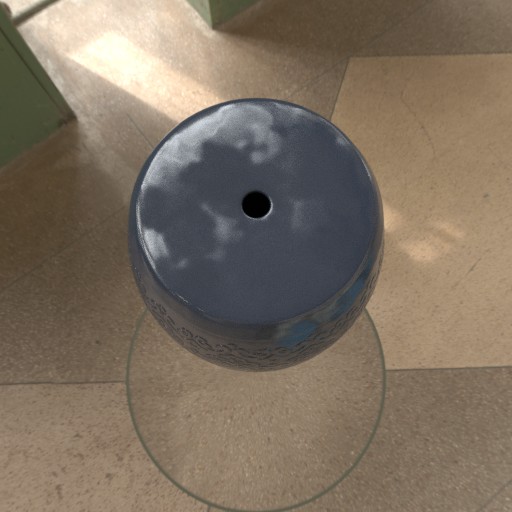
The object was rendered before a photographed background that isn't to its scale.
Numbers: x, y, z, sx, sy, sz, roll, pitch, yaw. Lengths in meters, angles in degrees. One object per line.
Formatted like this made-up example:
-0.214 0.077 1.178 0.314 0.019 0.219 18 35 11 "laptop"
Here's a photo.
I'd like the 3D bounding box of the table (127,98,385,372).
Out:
0.000 0.000 0.609 0.309 0.397 0.309 0 76 0 "table"
